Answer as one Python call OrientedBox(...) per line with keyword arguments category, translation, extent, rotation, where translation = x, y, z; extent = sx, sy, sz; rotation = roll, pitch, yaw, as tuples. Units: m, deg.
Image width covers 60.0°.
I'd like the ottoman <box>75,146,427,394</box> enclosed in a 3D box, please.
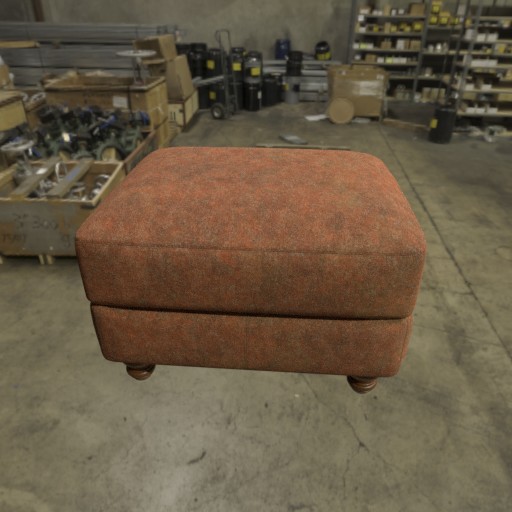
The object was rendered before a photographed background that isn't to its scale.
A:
OrientedBox(category="ottoman", translation=(0.000, 0.000, 1.231), extent=(0.787, 0.508, 0.635), rotation=(2, 31, 4))
